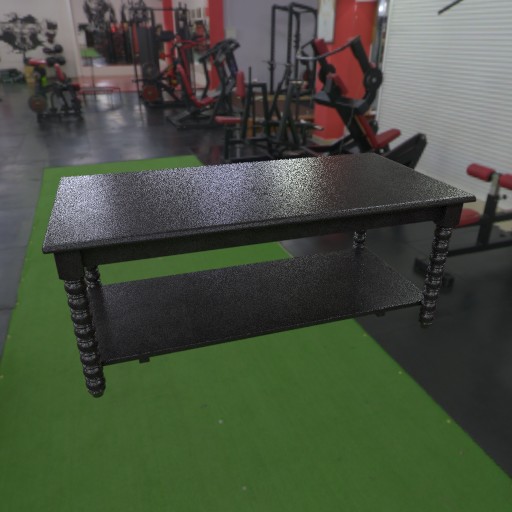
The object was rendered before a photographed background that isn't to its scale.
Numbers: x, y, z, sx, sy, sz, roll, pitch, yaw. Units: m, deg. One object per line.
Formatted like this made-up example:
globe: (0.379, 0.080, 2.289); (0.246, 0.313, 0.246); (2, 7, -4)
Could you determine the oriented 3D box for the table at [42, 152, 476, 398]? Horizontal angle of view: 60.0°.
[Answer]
table: (0.000, 0.000, 1.480); (1.171, 0.487, 0.580); (-8, 27, -16)
